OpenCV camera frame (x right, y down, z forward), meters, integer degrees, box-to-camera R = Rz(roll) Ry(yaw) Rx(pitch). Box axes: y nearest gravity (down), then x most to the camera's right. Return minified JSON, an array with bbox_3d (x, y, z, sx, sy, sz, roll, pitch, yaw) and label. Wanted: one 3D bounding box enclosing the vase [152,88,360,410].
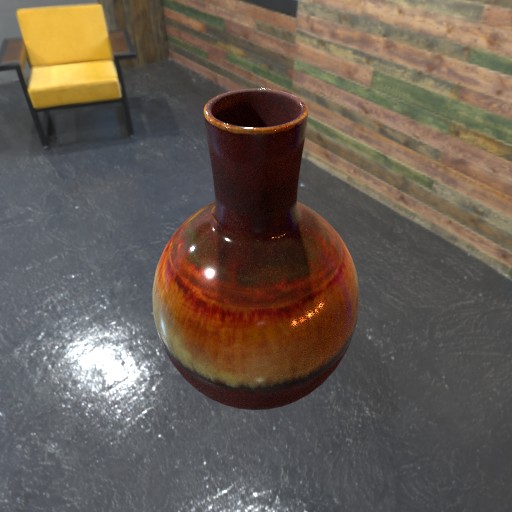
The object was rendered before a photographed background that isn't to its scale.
[{"bbox_3d":[0.000,0.000,0.224,0.111,0.154,0.111,0,41,0],"label":"vase"}]
